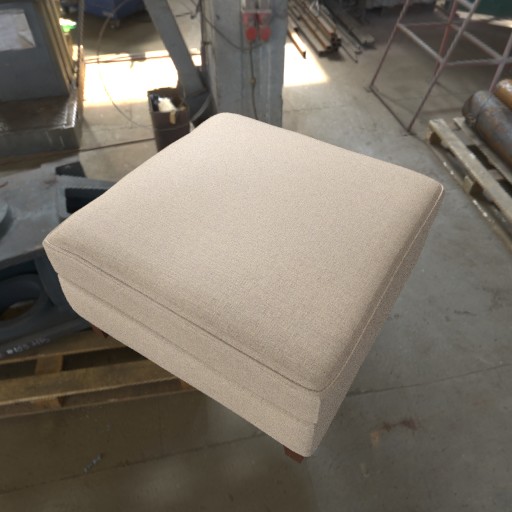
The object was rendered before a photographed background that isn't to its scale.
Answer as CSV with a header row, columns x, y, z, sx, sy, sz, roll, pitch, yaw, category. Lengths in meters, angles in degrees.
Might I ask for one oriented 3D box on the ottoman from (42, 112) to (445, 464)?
x,y,z,sx,sy,sz,roll,pitch,yaw,category
0.000,0.000,1.354,0.838,0.481,0.838,25,51,22,ottoman
